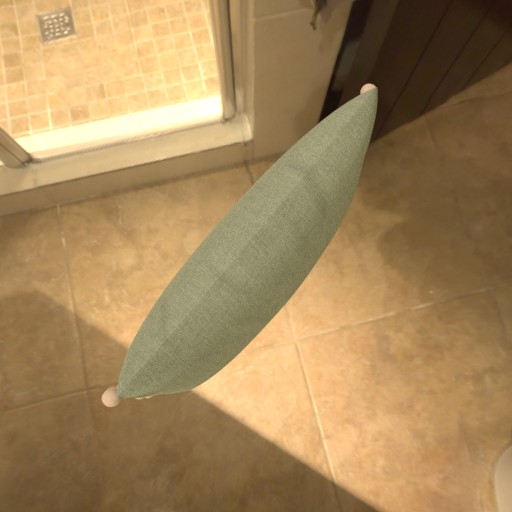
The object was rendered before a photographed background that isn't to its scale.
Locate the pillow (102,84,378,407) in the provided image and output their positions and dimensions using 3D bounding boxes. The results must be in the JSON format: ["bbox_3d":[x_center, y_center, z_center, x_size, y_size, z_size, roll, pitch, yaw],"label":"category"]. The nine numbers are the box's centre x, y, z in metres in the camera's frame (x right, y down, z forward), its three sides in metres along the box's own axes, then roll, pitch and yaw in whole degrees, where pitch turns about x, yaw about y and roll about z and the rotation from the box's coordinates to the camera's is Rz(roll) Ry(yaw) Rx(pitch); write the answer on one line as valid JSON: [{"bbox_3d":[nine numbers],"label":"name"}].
[{"bbox_3d":[0.000,0.000,0.850,0.201,0.322,0.709,38,80,8],"label":"pillow"}]
